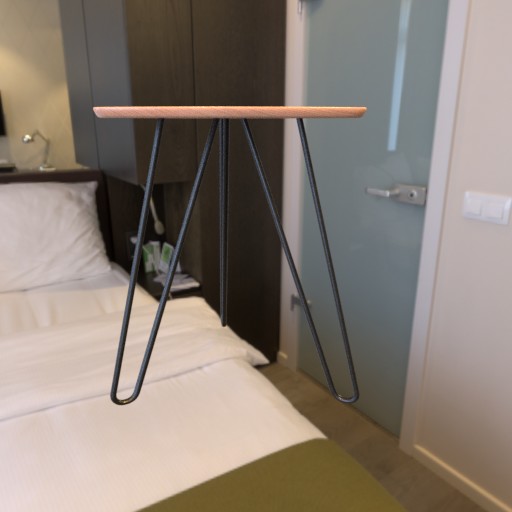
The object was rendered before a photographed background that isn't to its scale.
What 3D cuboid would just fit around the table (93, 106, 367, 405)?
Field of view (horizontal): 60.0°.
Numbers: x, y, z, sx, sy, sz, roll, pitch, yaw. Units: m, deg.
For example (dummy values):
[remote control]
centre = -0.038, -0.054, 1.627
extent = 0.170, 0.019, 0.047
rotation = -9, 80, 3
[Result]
[table]
centre = 0.000, 0.000, 0.895
extent = 0.455, 0.564, 0.442
rotation = 8, 19, 25
